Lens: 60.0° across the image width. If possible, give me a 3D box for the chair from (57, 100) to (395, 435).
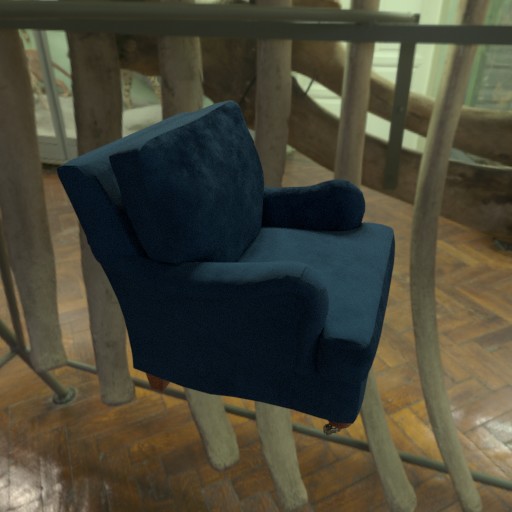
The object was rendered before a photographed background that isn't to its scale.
[{"bbox_3d":[0.000,0.000,1.819,1.078,1.076,0.895,10,32,17],"label":"chair"}]
